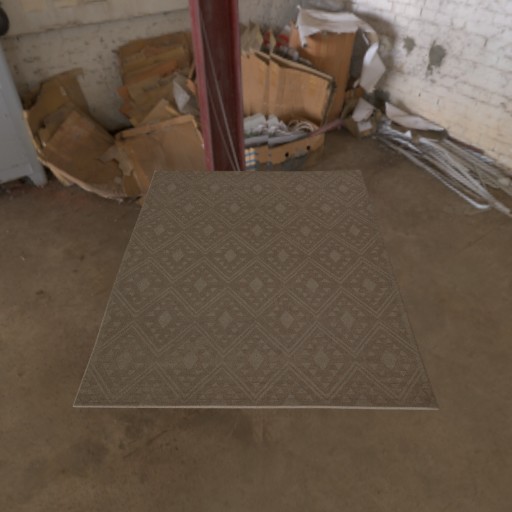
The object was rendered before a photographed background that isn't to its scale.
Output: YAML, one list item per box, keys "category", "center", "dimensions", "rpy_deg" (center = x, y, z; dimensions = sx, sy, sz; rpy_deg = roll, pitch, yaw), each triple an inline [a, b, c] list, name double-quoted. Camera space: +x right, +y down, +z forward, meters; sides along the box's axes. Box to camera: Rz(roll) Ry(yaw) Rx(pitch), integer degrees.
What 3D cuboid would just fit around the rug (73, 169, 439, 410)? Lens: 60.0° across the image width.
- category: "rug"
  center: [0.000, 0.000, 4.010]
  dimensions: [2.399, 0.054, 3.011]
  rpy_deg: [0, 41, 0]
